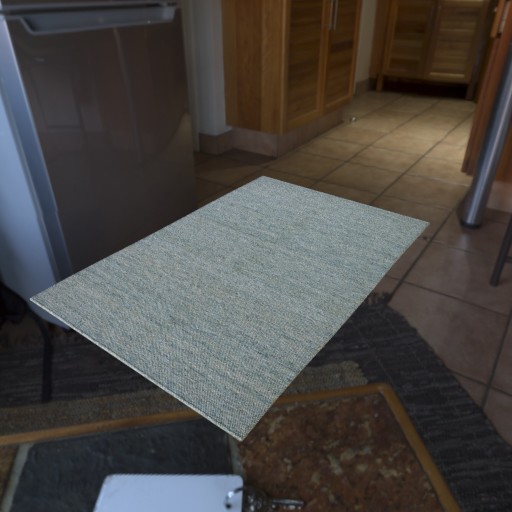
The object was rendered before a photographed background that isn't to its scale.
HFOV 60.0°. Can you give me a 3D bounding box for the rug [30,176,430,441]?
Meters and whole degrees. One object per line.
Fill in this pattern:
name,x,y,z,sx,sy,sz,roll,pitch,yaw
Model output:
rug,0.000,0.000,2.925,1.547,0.013,2.283,22,38,30
